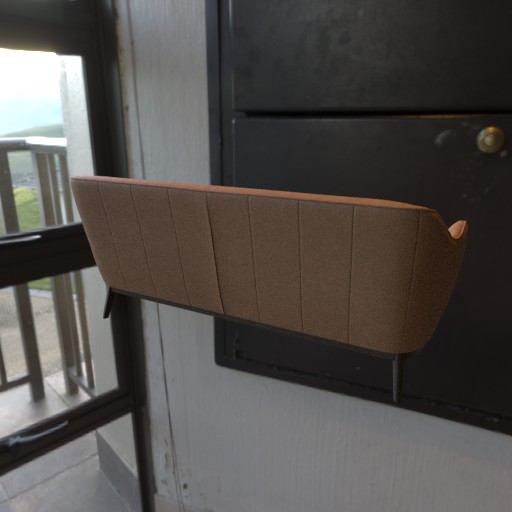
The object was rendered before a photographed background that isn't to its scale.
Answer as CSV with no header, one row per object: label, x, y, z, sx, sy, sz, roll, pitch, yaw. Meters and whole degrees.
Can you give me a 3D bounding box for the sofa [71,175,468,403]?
sofa,0.000,0.000,2.316,1.928,0.830,0.869,9,20,27
